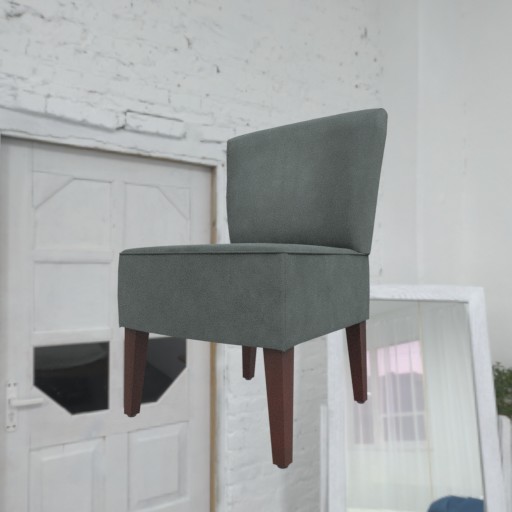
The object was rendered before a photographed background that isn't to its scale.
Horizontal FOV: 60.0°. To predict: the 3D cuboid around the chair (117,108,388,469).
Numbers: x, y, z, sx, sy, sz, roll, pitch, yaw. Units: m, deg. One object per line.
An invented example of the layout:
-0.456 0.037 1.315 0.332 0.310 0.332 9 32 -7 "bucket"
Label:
0.000 0.000 1.154 0.521 0.806 0.554 0 0 36 "chair"
